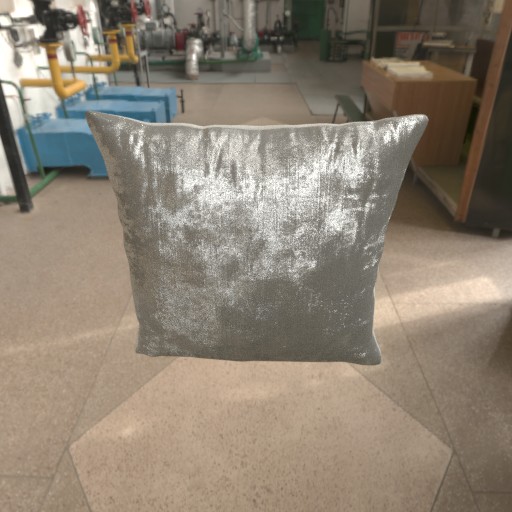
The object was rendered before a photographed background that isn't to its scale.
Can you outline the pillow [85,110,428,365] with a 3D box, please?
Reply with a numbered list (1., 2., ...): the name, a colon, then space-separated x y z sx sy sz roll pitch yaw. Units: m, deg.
1. pillow: 0.000 0.000 0.723 0.470 0.464 0.175 1 31 1
